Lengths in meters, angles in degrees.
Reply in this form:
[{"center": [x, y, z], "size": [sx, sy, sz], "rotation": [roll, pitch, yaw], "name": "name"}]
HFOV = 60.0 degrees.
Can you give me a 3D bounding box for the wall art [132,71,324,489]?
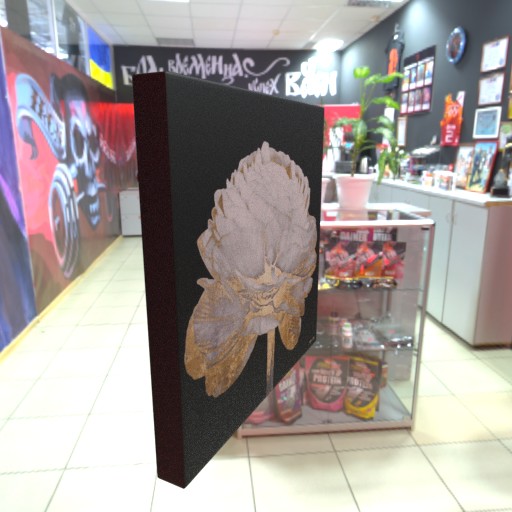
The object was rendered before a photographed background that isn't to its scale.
[{"center": [0.000, 0.000, 0.593], "size": [0.041, 0.407, 0.406], "rotation": [7, 16, 26], "name": "wall art"}]
